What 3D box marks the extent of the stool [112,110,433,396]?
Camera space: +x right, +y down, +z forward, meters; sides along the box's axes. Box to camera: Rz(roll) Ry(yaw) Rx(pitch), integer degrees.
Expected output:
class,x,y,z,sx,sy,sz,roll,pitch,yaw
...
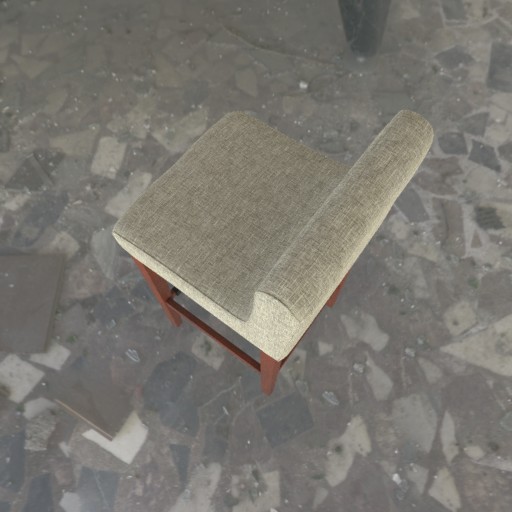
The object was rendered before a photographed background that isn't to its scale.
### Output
class,x,y,z,sx,sy,sz,roll,pitch,yaw
stool,0.000,0.000,1.073,0.459,0.835,0.417,33,68,16
